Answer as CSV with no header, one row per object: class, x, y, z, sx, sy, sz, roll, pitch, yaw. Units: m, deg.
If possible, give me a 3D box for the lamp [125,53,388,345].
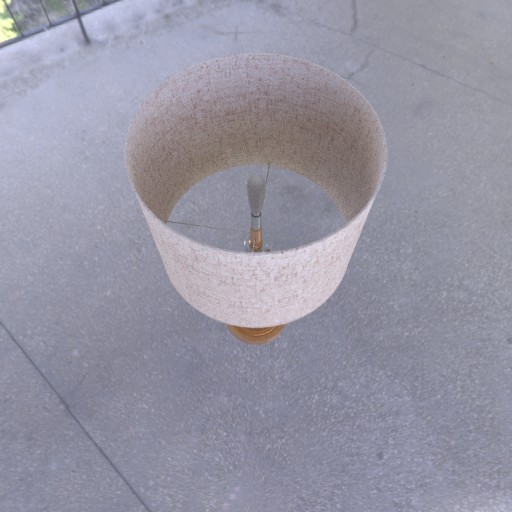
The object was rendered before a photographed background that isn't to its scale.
lamp,0.000,0.000,0.815,0.321,0.610,0.321,-31,66,-15
